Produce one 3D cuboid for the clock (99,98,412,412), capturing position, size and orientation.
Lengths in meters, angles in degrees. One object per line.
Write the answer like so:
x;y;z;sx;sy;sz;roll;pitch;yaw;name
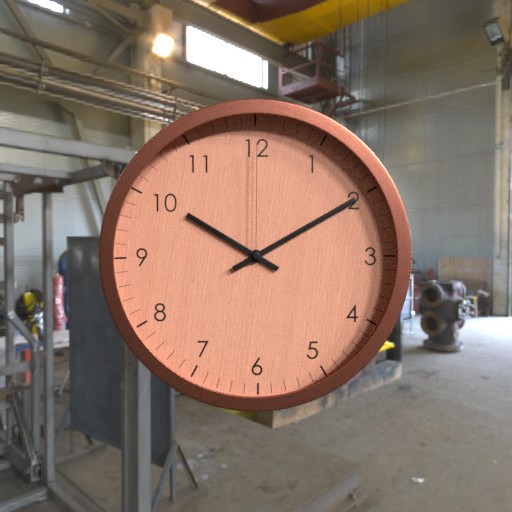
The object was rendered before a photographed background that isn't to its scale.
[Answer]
0.000;0.000;0.462;0.313;0.313;0.040;0;1;-1;clock
